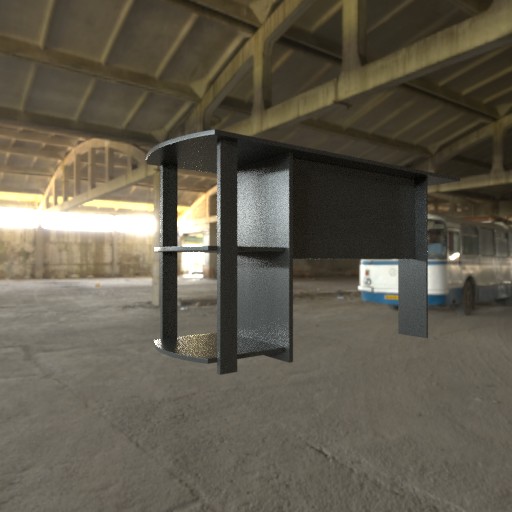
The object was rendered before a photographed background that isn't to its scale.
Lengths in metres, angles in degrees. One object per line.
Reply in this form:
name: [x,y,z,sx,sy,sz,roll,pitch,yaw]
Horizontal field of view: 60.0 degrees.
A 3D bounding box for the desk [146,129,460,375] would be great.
desk: [0.000,0.000,2.151,1.361,0.716,1.303,0,-1,-36]
